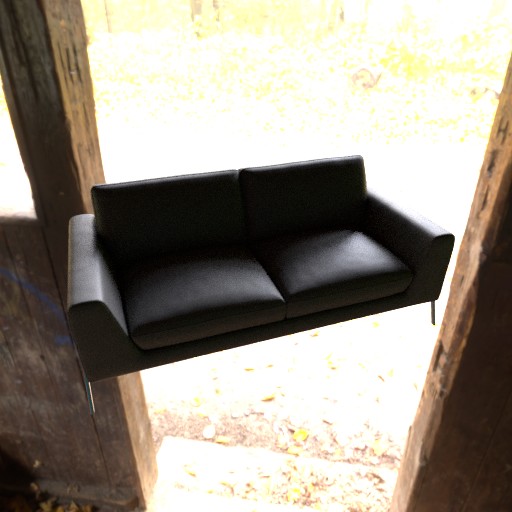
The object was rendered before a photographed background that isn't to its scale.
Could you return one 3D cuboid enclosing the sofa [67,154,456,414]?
[{"bbox_3d":[0.000,0.000,2.583,2.017,0.875,0.953,-10,32,-17],"label":"sofa"}]
